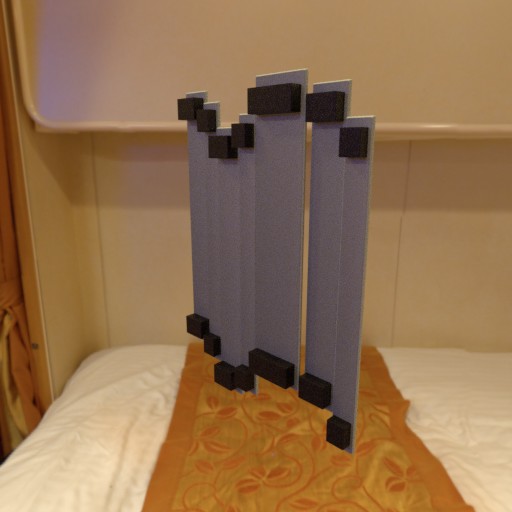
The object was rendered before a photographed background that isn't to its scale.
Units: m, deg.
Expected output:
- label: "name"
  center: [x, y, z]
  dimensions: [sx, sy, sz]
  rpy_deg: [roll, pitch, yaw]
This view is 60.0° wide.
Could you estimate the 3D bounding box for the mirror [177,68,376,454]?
- label: "mirror"
  center: [0.000, 0.000, 0.805]
  dimensions: [0.445, 0.611, 0.058]
  rpy_deg: [14, 20, 43]
